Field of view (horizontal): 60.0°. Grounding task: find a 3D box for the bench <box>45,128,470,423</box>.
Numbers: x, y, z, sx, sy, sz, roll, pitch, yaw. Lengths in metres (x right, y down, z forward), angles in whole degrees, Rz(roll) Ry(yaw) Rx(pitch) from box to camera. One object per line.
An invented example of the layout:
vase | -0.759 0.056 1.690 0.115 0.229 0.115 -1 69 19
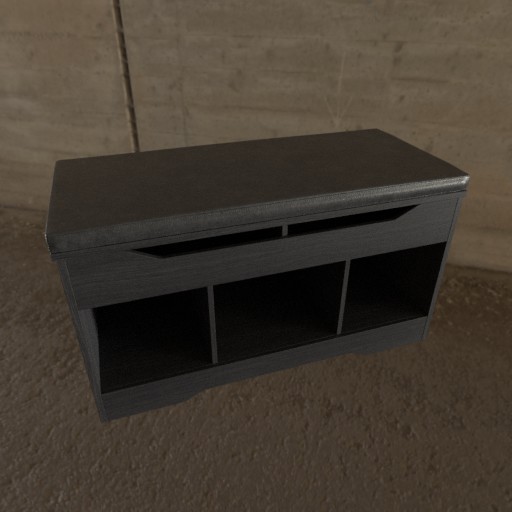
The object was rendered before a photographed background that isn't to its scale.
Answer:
bench | 0.000 0.000 1.173 0.905 0.501 0.401 -10 33 -16
